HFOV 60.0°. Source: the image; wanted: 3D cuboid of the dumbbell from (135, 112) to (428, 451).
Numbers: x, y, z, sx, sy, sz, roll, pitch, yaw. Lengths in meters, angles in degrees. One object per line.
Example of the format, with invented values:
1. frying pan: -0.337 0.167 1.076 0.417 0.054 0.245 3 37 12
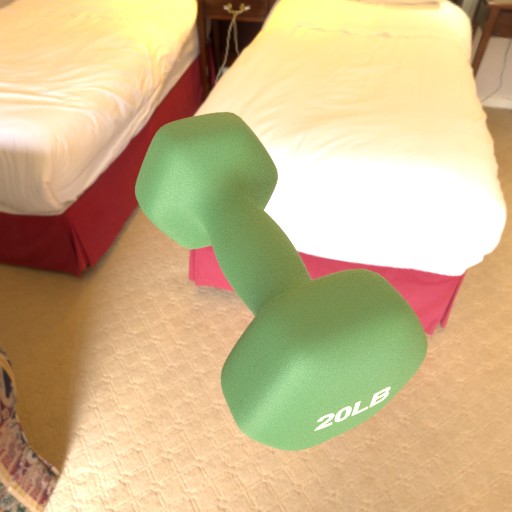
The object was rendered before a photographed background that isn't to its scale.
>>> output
1. dumbbell: 0.000 0.000 0.321 0.126 0.114 0.257 -18 48 -17
